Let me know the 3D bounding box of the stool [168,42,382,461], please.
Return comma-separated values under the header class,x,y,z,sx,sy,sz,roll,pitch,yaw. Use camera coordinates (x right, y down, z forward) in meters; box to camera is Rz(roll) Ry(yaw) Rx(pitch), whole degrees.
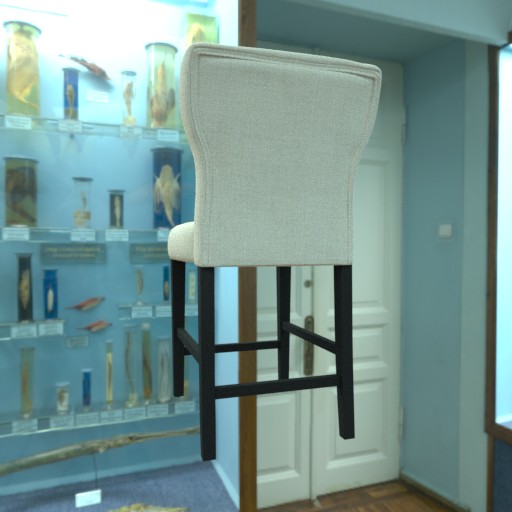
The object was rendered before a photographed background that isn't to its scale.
class,x,y,z,sx,sy,sz,roll,pitch,yaw
stool,0.000,0.000,1.319,0.514,0.972,0.603,0,1,-18
